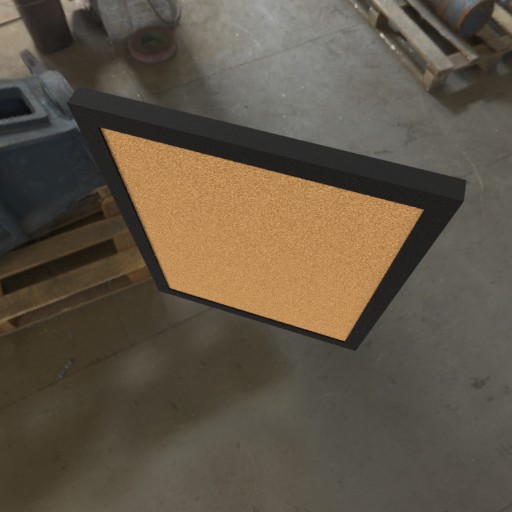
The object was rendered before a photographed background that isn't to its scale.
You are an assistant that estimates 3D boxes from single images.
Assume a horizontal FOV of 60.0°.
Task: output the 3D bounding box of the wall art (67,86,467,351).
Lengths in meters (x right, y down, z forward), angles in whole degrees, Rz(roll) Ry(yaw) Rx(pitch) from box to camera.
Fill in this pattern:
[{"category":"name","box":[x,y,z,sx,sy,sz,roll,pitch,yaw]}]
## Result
[{"category":"wall art","box":[0.000,0.000,0.741,0.457,0.559,0.029,16,63,8]}]
